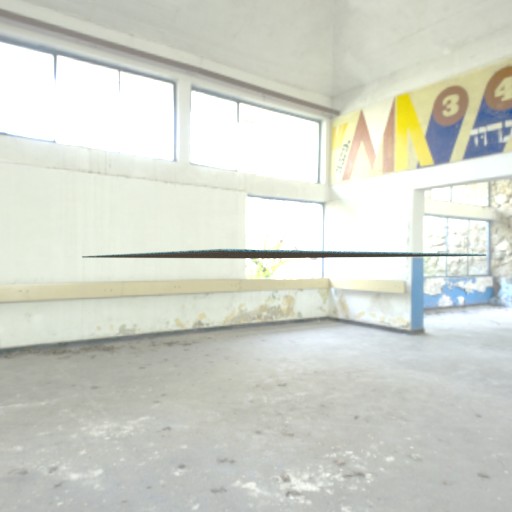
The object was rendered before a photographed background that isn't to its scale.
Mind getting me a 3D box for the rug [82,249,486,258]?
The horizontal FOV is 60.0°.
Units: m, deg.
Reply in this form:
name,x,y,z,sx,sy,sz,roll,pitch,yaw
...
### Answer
name,x,y,z,sx,sy,sz,roll,pitch,yaw
rug,0.000,0.000,4.156,2.441,0.016,3.050,1,-1,-34
